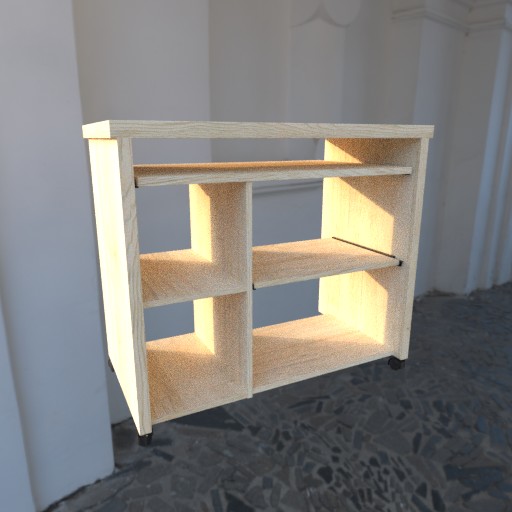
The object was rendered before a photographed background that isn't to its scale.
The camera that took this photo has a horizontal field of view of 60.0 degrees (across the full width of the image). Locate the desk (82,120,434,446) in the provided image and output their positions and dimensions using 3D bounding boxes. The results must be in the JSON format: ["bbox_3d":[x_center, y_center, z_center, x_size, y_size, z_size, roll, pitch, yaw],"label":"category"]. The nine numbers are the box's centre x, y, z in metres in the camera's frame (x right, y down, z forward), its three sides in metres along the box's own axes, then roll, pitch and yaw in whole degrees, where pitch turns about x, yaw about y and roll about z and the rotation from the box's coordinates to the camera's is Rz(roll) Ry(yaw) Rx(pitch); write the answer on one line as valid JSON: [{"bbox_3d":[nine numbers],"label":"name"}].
[{"bbox_3d":[0.000,0.000,1.364,0.885,0.770,0.480,-7,17,-26],"label":"desk"}]
